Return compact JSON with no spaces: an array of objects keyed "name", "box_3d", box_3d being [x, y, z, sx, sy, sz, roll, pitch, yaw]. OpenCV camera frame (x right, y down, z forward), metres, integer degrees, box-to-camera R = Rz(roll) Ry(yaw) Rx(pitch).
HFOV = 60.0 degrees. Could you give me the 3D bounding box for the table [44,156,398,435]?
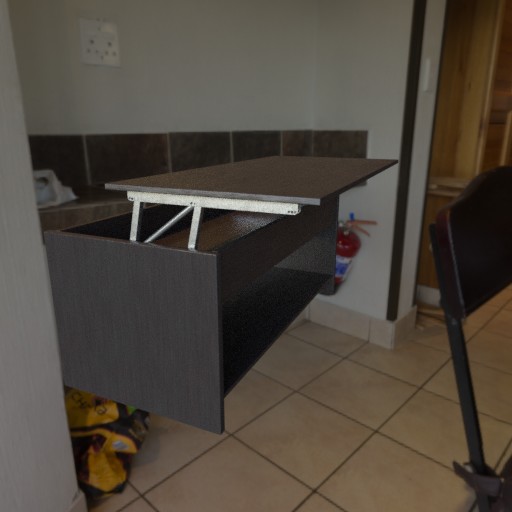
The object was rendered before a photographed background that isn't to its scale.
[{"name":"table","box_3d":[0.000,0.000,1.444,0.712,0.570,1.000,7,18,24]}]
